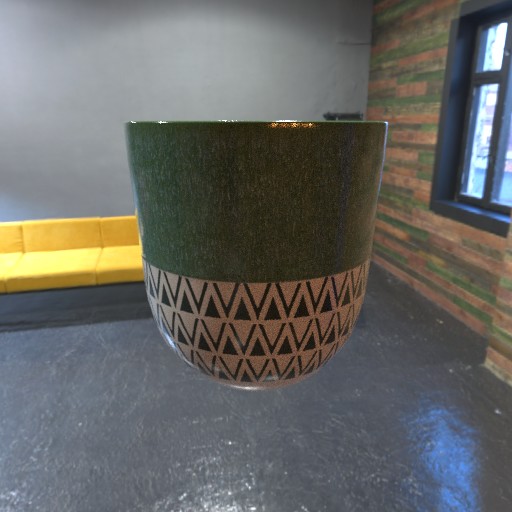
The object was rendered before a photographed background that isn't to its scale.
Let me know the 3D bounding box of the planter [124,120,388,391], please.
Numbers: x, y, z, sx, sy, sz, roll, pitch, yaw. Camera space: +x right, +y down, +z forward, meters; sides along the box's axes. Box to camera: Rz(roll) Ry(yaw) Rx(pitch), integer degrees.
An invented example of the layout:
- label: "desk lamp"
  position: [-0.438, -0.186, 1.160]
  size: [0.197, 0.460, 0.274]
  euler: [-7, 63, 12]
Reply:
- label: "planter"
  position: [0.000, 0.000, 0.369]
  size: [0.195, 0.214, 0.195]
  euler: [0, 17, 0]
